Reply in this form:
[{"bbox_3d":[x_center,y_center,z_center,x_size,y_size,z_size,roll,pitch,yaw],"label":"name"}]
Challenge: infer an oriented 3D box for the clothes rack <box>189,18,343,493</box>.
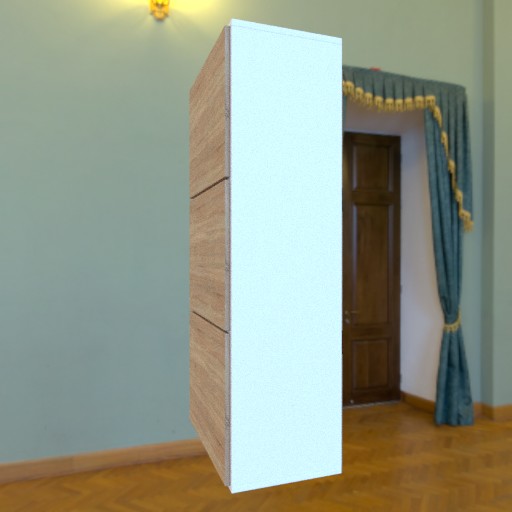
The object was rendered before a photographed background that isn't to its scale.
[{"bbox_3d":[0.000,0.000,1.393,0.331,1.187,0.500,0,0,-19],"label":"clothes rack"}]
